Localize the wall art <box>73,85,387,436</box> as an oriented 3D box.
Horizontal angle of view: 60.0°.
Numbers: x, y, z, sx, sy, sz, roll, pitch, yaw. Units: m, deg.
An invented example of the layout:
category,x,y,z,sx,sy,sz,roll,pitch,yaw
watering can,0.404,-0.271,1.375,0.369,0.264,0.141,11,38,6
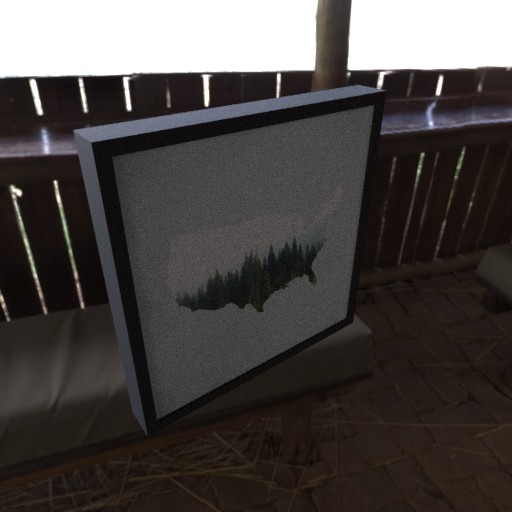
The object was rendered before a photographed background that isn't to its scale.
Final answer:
category,x,y,z,sx,sy,sz,roll,pitch,yaw
wall art,0.000,0.000,0.466,0.304,0.304,0.038,-21,37,-31
